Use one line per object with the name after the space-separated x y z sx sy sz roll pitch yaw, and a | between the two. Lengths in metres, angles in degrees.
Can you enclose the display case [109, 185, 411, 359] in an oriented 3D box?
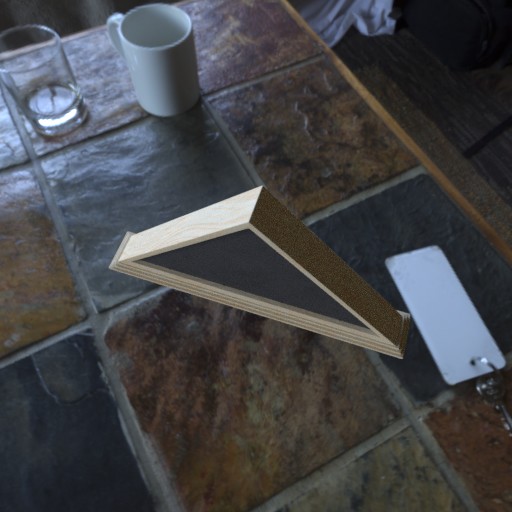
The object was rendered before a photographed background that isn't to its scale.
0.000 0.000 0.789 0.640 0.340 0.095 16 65 8 | display case
